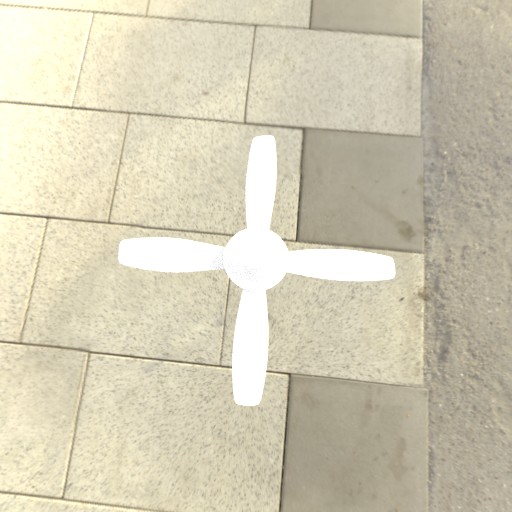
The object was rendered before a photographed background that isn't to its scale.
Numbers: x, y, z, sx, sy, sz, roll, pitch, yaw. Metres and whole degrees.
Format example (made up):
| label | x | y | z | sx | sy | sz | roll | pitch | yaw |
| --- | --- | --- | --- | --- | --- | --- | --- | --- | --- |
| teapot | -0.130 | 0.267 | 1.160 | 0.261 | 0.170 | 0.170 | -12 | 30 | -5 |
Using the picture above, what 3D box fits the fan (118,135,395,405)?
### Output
| label | x | y | z | sx | sy | sz | roll | pitch | yaw |
| --- | --- | --- | --- | --- | --- | --- | --- | --- | --- |
| fan | 0.000 | 0.000 | 2.617 | 1.693 | 0.382 | 1.694 | 3 | 76 | 1 |
